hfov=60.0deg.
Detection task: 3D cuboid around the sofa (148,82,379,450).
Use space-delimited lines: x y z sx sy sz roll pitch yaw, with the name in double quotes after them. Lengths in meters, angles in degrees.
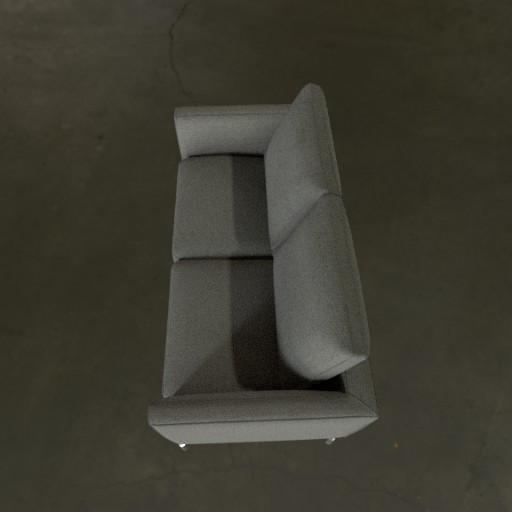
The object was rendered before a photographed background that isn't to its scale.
0.000 0.000 2.095 0.803 0.924 1.594 -2 58 -1 "sofa"
